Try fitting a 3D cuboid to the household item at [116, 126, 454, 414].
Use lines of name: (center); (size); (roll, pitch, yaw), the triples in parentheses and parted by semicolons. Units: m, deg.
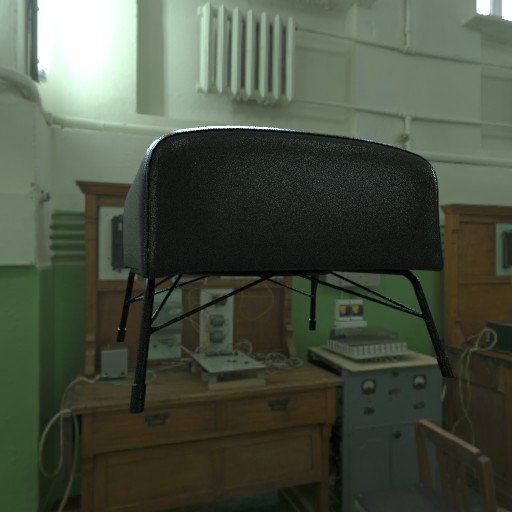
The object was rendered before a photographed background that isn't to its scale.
household item: (0.000, 0.000, 0.908); (0.530, 0.410, 0.530); (0, 0, -19)
